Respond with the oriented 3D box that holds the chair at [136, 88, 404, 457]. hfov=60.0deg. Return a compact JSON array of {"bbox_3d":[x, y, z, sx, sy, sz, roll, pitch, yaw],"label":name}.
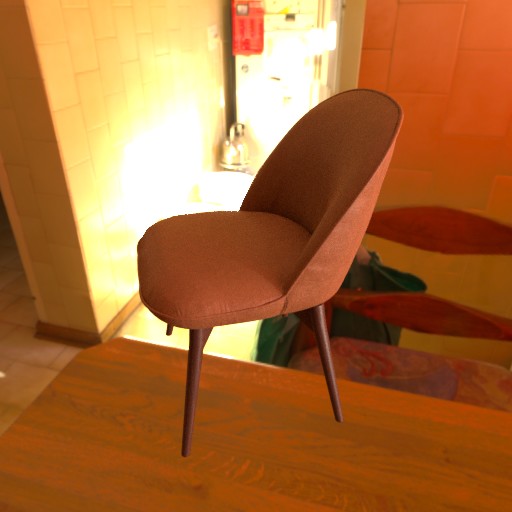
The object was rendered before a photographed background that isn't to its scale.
[{"bbox_3d":[0.000,0.000,1.210,0.631,0.831,0.521,-7,30,-13],"label":"chair"}]
